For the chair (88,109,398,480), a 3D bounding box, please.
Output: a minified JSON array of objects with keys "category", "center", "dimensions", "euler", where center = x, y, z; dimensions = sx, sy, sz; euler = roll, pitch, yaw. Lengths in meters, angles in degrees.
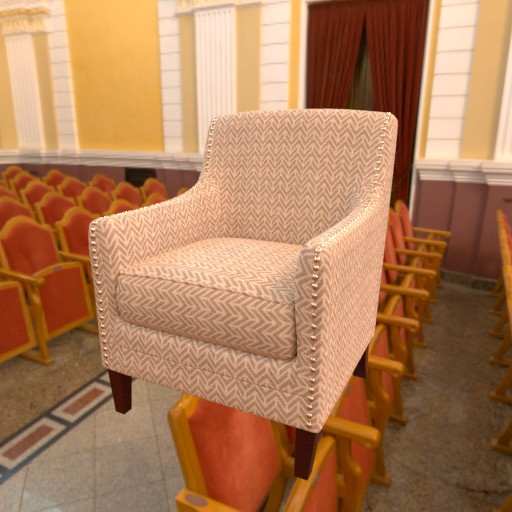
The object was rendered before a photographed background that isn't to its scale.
[{"category":"chair","center":[0.000,0.000,1.264],"dimensions":[0.623,0.816,0.651],"euler":[8,18,26]}]
